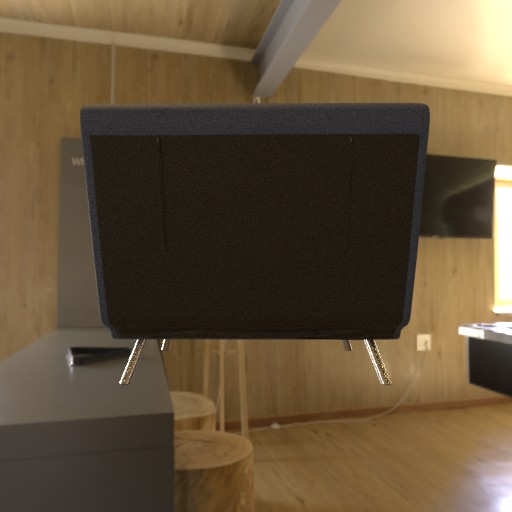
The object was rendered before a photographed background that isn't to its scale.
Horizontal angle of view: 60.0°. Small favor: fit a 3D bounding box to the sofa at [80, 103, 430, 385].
[{"bbox_3d":[0.000,0.000,1.695,0.999,0.860,0.996,0,-2,1],"label":"sofa"}]
